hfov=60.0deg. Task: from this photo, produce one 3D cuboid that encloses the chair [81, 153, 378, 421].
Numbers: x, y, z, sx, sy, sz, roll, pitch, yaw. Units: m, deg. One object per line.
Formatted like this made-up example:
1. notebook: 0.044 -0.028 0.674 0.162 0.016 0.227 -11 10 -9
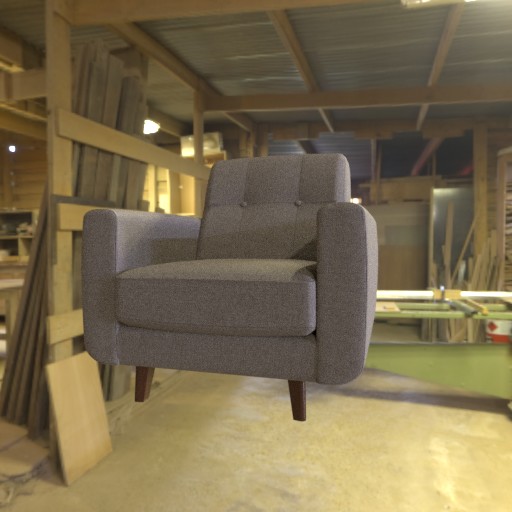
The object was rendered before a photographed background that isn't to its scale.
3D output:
1. chair: 0.000 0.000 1.597 0.831 0.839 0.907 0 1 17
